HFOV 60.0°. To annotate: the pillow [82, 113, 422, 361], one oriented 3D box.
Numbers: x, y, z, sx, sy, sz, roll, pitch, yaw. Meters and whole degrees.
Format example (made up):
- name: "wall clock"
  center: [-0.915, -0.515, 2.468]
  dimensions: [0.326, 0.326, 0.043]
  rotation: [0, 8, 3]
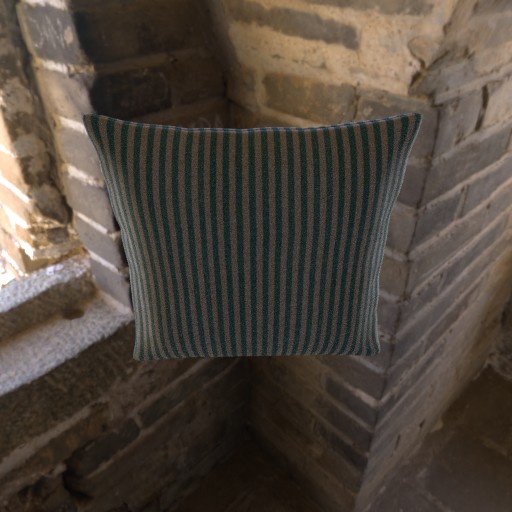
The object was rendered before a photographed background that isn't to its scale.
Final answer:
- name: "pillow"
  center: [0.000, 0.000, 0.807]
  dimensions: [0.523, 0.510, 0.166]
  rotation: [-1, 31, -1]
